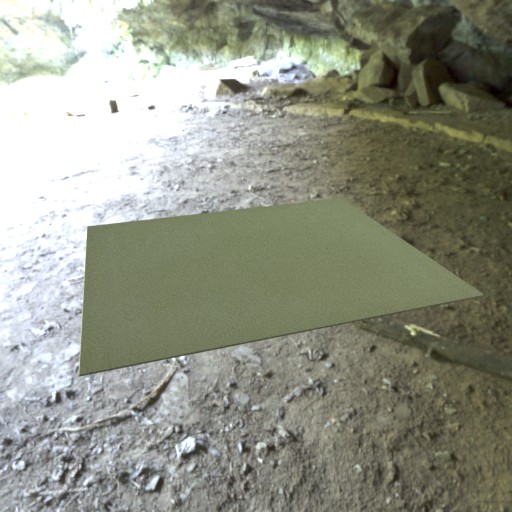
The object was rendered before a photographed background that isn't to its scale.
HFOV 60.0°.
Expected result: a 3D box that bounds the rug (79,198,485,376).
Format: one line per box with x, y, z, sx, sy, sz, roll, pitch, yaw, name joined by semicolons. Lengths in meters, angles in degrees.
0.000;0.000;3.520;2.584;0.011;2.073;-8;28;-16;rug
